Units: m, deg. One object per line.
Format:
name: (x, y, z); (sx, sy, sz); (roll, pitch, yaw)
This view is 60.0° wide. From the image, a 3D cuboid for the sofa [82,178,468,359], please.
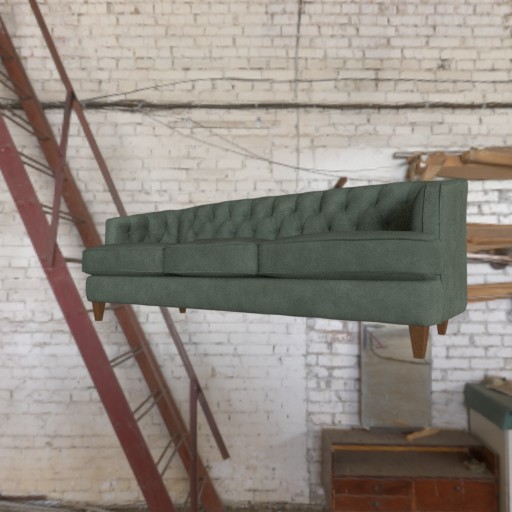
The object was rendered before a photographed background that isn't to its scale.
sofa: (0.000, 0.000, 2.664); (2.278, 0.855, 0.941); (-1, -2, 36)
